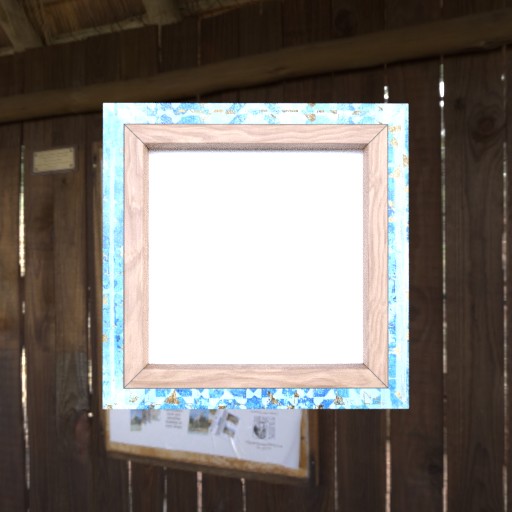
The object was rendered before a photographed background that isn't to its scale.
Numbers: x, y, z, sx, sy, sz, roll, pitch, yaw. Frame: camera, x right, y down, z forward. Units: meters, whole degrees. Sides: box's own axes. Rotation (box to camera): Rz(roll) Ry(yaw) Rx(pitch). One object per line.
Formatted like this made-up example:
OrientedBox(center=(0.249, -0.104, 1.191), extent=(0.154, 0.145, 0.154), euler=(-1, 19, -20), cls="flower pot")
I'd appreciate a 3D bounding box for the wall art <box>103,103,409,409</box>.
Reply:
OrientedBox(center=(0.000, 0.000, 0.605), extent=(0.405, 0.405, 0.037), euler=(0, 0, 0), cls="wall art")
